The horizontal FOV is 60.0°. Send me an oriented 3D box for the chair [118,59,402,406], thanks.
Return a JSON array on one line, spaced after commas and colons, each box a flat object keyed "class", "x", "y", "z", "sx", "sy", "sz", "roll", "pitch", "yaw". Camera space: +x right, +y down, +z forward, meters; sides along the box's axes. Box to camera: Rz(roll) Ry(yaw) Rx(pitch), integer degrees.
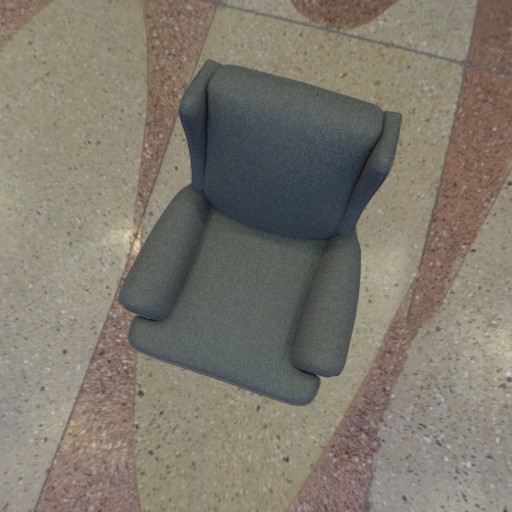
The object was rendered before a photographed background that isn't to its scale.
[{"class": "chair", "x": 0.000, "y": 0.000, "z": 1.712, "sx": 0.847, "sy": 1.011, "sz": 0.969, "roll": 18, "pitch": 75, "yaw": 5}]
